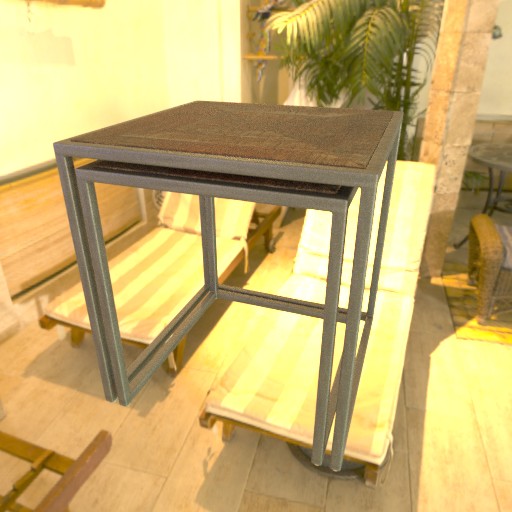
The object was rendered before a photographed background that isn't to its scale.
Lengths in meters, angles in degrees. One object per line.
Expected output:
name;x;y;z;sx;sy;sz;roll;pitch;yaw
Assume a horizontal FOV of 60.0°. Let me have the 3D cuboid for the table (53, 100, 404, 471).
table;0.000;0.000;0.857;0.450;0.500;0.449;9;29;18
